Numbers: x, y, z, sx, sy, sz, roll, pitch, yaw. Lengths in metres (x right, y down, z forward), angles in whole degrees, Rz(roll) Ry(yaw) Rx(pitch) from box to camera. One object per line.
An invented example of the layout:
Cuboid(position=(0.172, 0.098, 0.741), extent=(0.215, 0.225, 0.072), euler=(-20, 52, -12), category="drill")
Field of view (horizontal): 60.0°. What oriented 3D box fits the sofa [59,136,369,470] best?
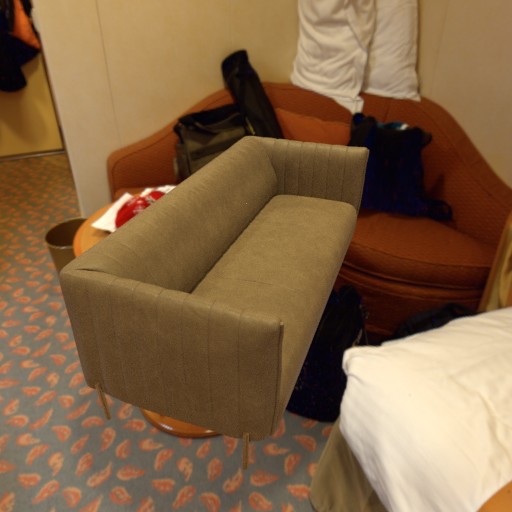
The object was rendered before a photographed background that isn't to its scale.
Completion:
Cuboid(position=(0.000, 0.000, 2.442), extent=(0.876, 0.779, 1.980), euler=(11, 33, 17), category="sofa")
